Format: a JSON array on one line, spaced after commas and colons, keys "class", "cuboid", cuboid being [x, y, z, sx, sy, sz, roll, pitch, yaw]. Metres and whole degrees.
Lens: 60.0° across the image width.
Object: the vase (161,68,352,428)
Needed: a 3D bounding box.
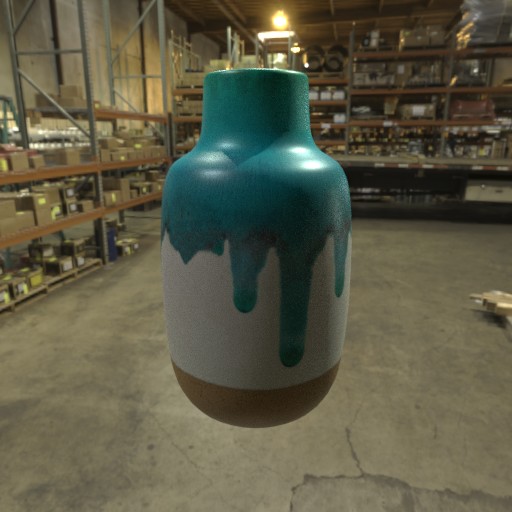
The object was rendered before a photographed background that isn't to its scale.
[{"class": "vase", "cuboid": [0.000, 0.000, 0.252, 0.106, 0.192, 0.106, 0, 15, 0]}]
